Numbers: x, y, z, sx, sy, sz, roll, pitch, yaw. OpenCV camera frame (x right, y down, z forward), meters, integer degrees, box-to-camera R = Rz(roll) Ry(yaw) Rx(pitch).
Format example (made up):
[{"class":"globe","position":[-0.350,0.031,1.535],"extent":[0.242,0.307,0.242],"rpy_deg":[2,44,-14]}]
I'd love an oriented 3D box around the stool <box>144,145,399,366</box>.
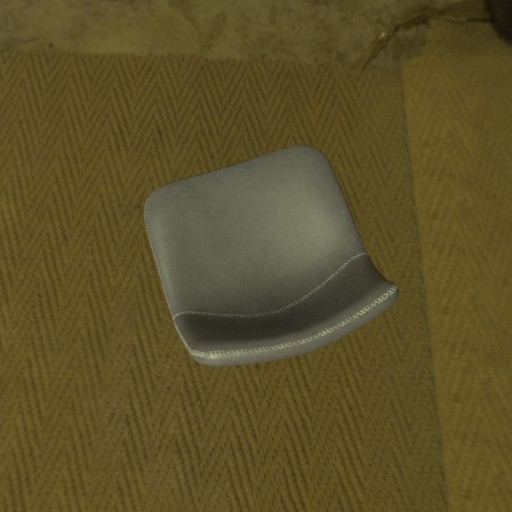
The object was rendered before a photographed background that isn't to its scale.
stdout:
[{"class":"stool","position":[0.000,0.000,1.174],"extent":[0.470,0.876,0.546],"rpy_deg":[-18,77,-4]}]
